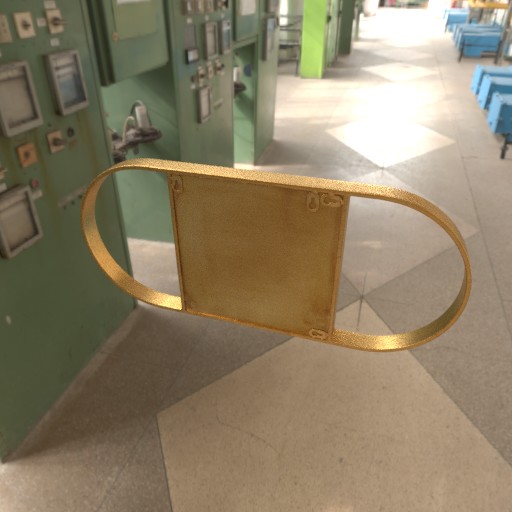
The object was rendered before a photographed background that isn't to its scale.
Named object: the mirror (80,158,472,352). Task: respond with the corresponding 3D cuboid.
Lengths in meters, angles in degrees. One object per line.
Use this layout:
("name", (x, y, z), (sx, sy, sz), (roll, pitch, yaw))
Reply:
("mirror", (0.000, 0.000, 0.657), (0.584, 0.254, 0.032), (10, 33, 15))
